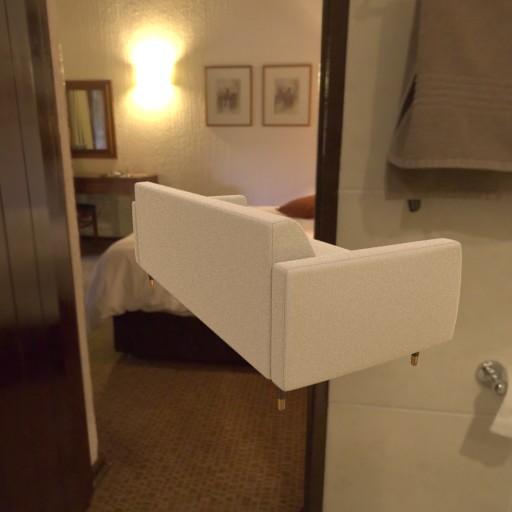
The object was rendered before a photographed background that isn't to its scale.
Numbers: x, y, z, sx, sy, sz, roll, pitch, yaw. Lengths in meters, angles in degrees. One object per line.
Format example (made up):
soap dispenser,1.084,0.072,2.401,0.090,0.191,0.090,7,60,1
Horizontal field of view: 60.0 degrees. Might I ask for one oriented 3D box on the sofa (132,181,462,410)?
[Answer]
sofa,0.000,0.000,2.789,0.990,0.821,2.291,-8,16,-28
